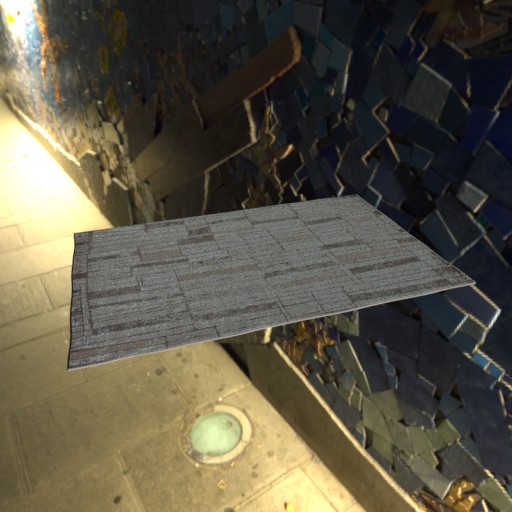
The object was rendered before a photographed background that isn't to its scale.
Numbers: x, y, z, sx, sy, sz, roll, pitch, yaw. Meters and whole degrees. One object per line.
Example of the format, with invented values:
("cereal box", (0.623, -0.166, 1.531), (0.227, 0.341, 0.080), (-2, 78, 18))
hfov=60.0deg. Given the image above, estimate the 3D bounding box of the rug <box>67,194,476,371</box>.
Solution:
("rug", (0.000, 0.000, 3.105), (2.444, 0.023, 1.531), (-10, 32, -16))
